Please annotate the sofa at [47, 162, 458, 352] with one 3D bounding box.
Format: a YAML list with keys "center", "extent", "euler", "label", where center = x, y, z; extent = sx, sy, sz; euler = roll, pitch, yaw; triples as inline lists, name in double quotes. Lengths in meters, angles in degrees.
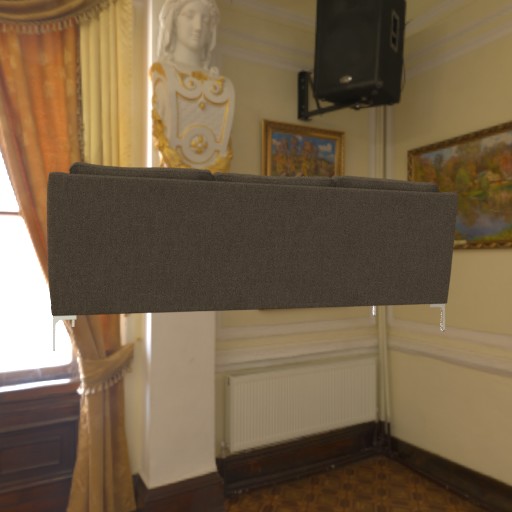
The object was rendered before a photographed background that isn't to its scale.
- center: [0.000, 0.000, 2.504]
  extent: [2.060, 0.837, 0.849]
  euler: [0, -1, -16]
  label: "sofa"
